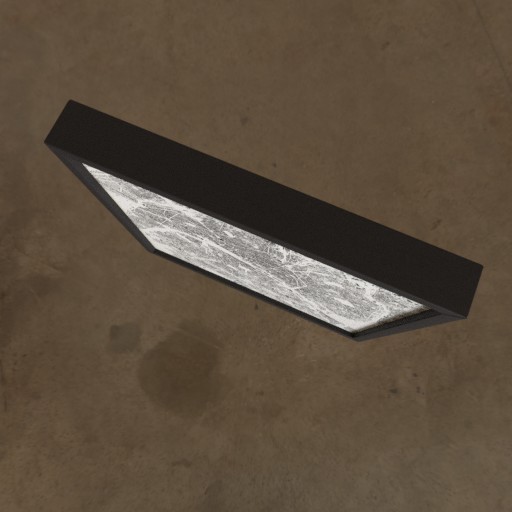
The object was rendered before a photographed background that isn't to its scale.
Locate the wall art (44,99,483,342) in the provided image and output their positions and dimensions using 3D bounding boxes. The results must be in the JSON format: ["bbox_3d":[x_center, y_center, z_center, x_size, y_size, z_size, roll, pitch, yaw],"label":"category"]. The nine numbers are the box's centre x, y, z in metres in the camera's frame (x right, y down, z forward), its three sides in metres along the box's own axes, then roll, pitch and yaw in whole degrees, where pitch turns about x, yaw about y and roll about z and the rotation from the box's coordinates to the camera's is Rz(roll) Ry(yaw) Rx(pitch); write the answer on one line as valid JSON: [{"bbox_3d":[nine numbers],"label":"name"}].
[{"bbox_3d":[0.000,0.000,0.443,0.305,0.305,0.037,23,77,5],"label":"wall art"}]
